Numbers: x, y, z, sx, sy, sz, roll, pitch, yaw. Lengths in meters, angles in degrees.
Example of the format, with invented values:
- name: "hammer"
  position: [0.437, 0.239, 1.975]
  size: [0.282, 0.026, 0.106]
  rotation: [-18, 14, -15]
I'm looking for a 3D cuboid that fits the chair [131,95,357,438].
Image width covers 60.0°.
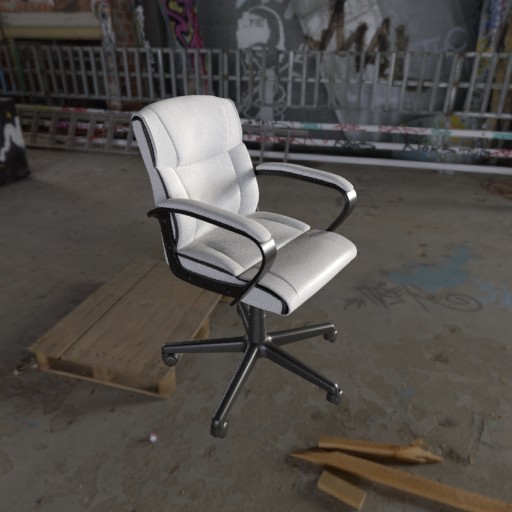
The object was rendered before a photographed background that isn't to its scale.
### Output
- name: "chair"
  position: [0.000, 0.000, 1.542]
  size: [0.717, 1.004, 0.739]
  rotation: [18, 32, 32]
